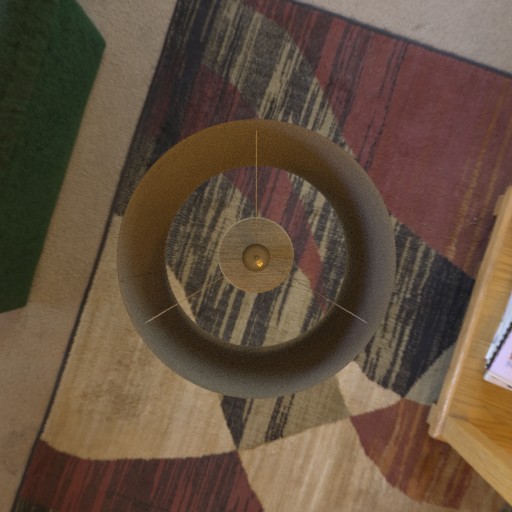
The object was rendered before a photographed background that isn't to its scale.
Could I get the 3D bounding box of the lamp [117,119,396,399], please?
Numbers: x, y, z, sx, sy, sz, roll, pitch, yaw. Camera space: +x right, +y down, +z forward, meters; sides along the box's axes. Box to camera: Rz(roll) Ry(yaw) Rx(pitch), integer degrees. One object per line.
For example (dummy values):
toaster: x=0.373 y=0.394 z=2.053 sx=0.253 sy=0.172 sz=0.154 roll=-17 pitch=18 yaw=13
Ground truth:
lamp: x=0.000 y=0.000 z=0.593 sx=0.229 sy=0.470 sz=0.229 roll=0 pitch=91 yaw=0
